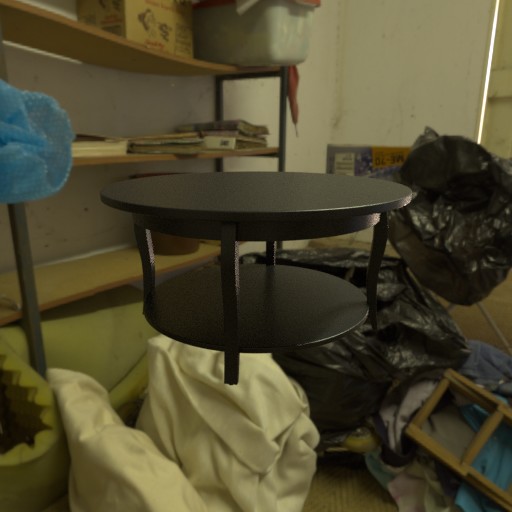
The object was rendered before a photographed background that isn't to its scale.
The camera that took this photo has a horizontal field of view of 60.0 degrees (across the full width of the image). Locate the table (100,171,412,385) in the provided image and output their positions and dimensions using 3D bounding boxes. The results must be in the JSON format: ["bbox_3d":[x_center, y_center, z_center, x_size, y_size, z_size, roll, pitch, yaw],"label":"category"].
[{"bbox_3d":[0.000,0.000,1.432,0.914,0.457,0.914,0,16,0],"label":"table"}]
